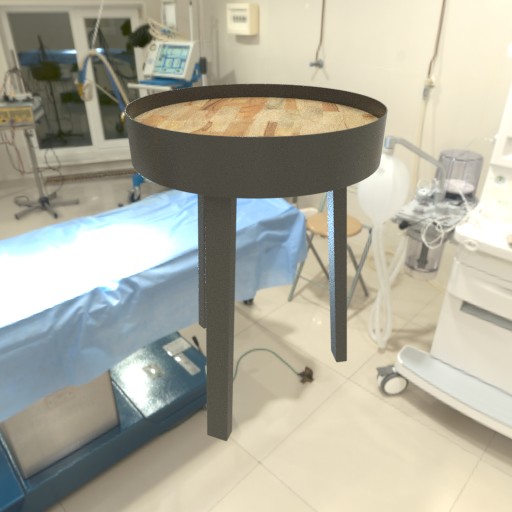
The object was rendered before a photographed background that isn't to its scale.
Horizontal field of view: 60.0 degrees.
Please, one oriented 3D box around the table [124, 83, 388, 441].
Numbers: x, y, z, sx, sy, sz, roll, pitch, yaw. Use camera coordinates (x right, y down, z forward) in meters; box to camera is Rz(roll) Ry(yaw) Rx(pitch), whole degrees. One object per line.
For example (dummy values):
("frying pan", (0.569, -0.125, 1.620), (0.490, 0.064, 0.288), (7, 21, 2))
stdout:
("table", (0.000, 0.000, 0.845), (0.406, 0.559, 0.406), (0, 30, 0))
